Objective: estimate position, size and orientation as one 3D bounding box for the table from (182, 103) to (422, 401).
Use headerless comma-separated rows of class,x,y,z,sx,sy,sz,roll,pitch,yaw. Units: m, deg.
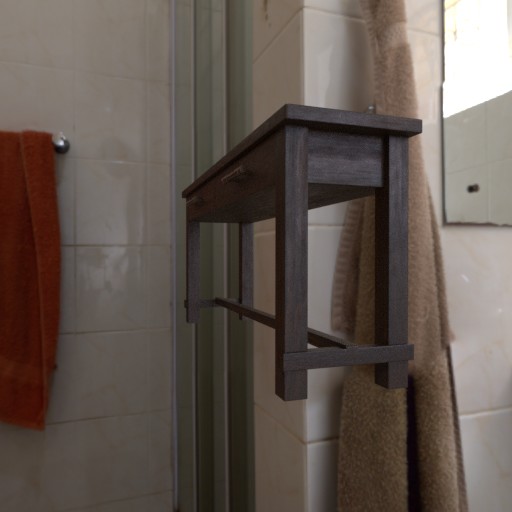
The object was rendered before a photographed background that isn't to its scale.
table,0.000,0.000,1.920,0.442,0.762,1.599,0,0,-19
